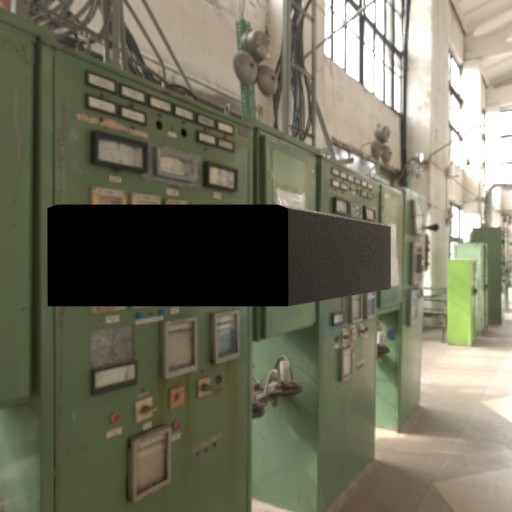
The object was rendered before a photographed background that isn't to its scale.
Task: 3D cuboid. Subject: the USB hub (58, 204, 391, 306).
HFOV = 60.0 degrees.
[{"bbox_3d":[0.000,0.000,0.128,0.044,0.023,0.110,0,0,36],"label":"USB hub"}]
